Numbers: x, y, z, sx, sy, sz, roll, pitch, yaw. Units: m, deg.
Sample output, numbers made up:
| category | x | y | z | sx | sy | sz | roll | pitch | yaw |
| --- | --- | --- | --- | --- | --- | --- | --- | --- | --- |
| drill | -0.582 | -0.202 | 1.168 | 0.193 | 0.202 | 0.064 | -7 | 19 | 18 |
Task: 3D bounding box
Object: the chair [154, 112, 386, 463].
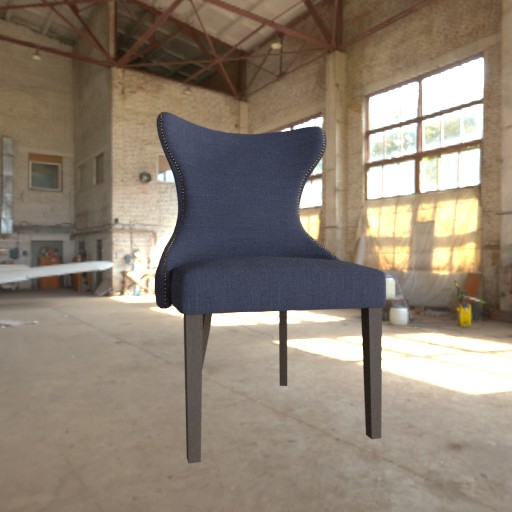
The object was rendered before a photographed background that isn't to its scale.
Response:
| category | x | y | z | sx | sy | sz | roll | pitch | yaw |
| --- | --- | --- | --- | --- | --- | --- | --- | --- | --- |
| chair | 0.000 | 0.000 | 1.398 | 0.628 | 0.967 | 0.635 | 0 | 0 | -16 |
